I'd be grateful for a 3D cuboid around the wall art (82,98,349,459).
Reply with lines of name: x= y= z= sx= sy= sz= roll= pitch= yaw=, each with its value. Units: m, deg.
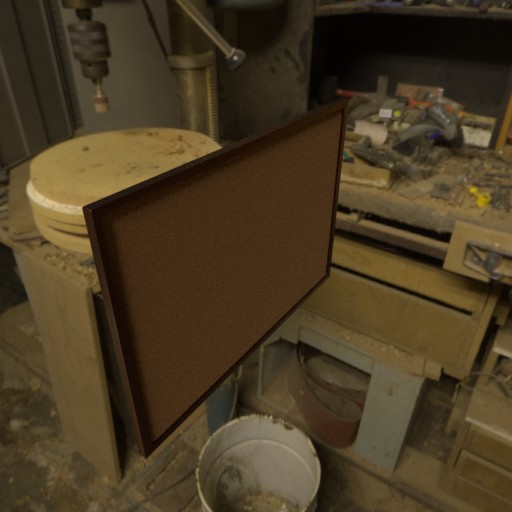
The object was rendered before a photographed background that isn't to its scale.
wall art: x=0.000 y=0.000 z=0.557 sx=0.012 sy=0.304 sz=0.431 roll=21 pitch=38 yaw=30
